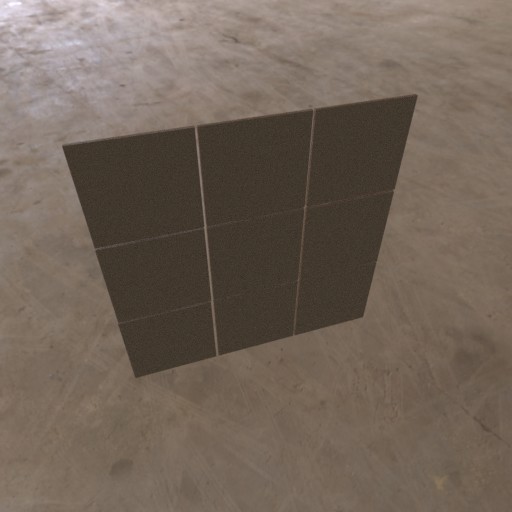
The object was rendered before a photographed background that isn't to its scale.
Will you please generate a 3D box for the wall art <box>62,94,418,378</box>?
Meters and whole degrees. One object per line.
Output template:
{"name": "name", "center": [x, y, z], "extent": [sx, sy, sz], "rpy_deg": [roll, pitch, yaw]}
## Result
{"name": "wall art", "center": [0.000, 0.000, 1.857], "extent": [1.216, 1.216, 0.013], "rpy_deg": [-12, 43, -13]}
